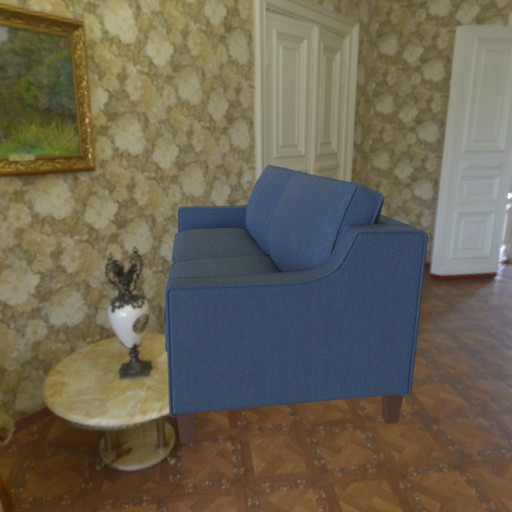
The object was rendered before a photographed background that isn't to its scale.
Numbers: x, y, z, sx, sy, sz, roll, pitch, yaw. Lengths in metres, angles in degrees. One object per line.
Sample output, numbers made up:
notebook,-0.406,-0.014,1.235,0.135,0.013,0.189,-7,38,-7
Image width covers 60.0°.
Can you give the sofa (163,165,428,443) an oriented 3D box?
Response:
sofa,0.000,0.000,2.807,1.066,1.071,2.178,-2,14,-8
